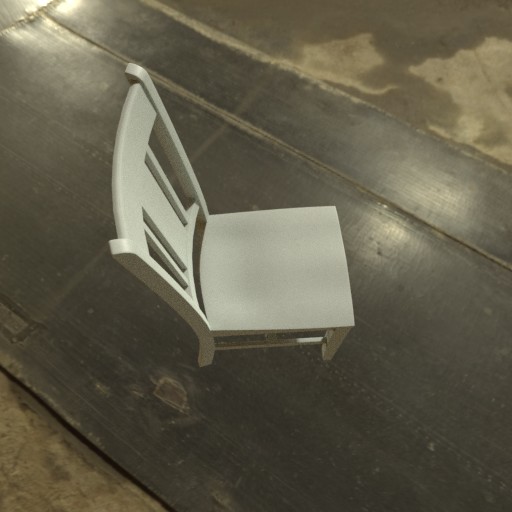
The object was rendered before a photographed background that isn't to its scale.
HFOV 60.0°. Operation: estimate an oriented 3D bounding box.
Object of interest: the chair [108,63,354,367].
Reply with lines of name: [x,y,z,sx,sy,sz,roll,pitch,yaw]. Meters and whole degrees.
chair: [0.000,0.000,1.286,0.555,0.998,0.450,-3,64,-1]
